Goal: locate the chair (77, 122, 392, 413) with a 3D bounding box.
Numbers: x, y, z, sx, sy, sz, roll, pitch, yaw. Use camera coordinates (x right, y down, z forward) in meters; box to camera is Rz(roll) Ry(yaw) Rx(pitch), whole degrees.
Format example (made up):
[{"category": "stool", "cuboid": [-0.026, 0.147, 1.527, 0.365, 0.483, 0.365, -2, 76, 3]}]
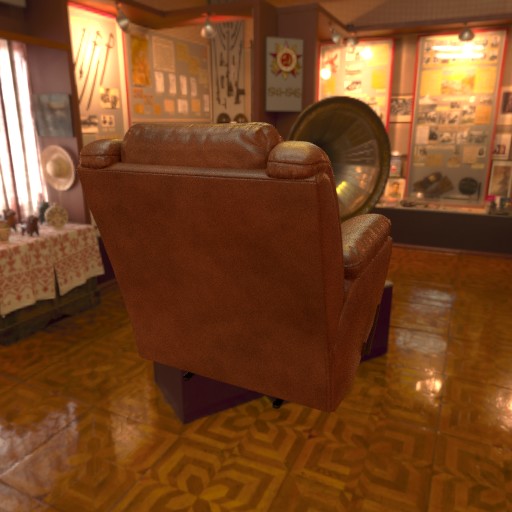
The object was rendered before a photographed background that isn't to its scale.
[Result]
[{"category": "chair", "cuboid": [0.000, 0.000, 1.910, 0.990, 1.093, 1.041, 8, 18, 26]}]
